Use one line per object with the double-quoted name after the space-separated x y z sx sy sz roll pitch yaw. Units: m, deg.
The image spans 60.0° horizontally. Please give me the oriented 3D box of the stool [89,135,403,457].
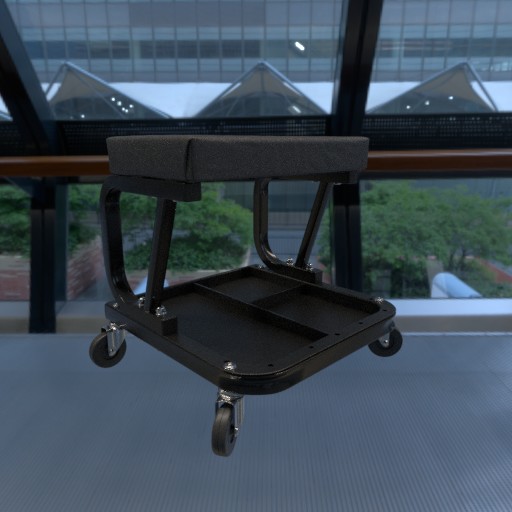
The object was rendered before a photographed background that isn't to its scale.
0.000 0.000 0.727 0.446 0.380 0.371 -14 20 -42 "stool"
